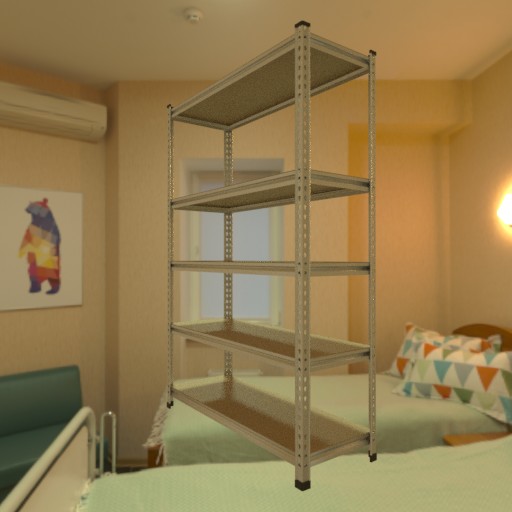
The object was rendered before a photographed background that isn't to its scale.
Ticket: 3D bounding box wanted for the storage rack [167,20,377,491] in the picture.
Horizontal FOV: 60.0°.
[{"bbox_3d":[0.000,0.000,2.342,0.457,1.829,1.219,0,0,-37],"label":"storage rack"}]
